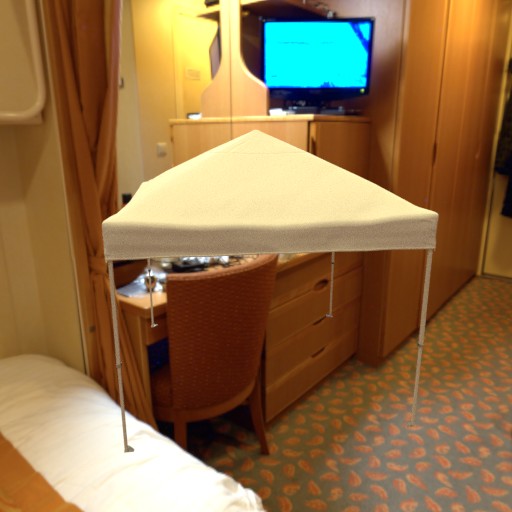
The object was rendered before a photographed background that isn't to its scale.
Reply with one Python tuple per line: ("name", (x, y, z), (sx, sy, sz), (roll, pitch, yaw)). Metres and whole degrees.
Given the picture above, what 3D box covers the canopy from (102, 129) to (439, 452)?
("canopy", (0.000, 0.000, 5.464), (2.996, 2.997, 2.998), (-2, 16, -7))
